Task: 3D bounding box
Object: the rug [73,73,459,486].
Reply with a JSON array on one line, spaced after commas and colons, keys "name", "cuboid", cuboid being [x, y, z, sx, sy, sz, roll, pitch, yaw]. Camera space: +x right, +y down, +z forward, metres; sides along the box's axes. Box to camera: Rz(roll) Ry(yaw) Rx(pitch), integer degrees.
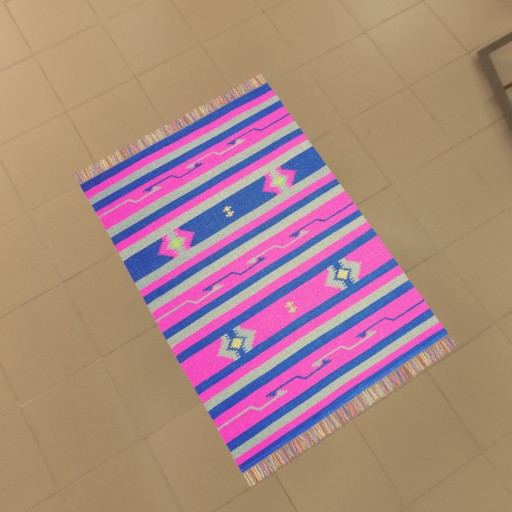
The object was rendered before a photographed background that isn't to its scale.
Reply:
[{"name": "rug", "cuboid": [0.000, 0.000, 2.915, 1.539, 0.013, 2.350, -31, 78, -8]}]
